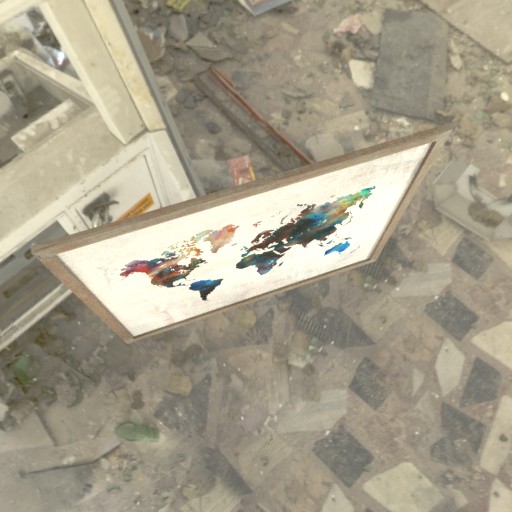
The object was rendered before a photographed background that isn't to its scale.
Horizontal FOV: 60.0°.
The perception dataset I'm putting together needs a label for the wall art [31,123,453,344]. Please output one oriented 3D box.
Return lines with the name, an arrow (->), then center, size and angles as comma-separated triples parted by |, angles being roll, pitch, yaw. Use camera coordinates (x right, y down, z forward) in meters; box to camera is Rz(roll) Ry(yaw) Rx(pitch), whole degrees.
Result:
wall art -> 0.000, 0.000, 1.364 | 1.012, 0.774, 0.019 | -18, 66, -8
